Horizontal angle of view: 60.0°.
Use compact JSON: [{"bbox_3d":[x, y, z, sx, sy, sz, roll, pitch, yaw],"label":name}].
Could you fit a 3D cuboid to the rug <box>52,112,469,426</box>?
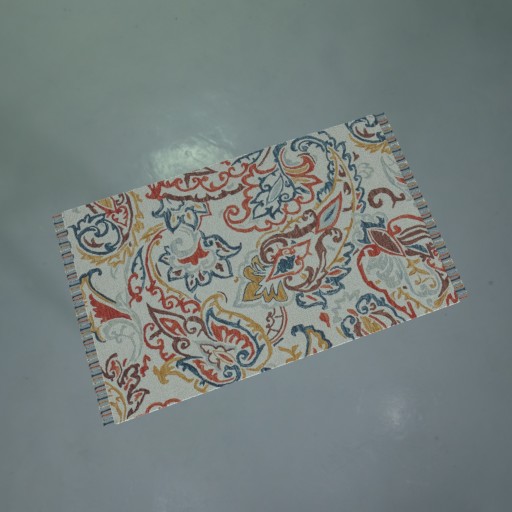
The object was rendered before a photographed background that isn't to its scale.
[{"bbox_3d":[0.000,0.000,3.118,2.584,0.010,1.523,-18,77,-4],"label":"rug"}]
